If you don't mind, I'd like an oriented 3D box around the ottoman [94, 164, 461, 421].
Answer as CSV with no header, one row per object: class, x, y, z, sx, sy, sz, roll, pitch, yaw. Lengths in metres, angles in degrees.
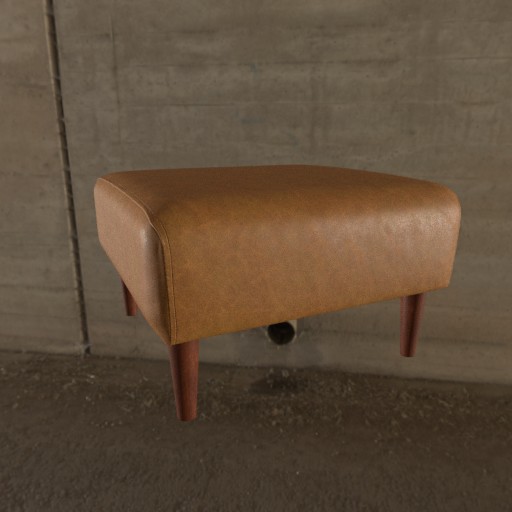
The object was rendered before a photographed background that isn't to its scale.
ottoman,0.000,0.000,1.062,0.650,0.399,0.650,-8,18,-25
